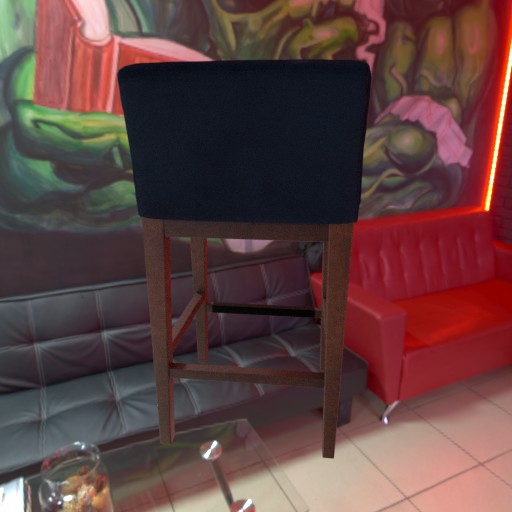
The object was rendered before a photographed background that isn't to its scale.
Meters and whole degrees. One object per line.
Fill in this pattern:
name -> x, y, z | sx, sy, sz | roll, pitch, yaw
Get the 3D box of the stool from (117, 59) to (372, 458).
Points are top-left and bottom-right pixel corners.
stool -> 0.000, 0.000, 1.218 | 0.511, 0.945, 0.516 | 2, 17, 7
